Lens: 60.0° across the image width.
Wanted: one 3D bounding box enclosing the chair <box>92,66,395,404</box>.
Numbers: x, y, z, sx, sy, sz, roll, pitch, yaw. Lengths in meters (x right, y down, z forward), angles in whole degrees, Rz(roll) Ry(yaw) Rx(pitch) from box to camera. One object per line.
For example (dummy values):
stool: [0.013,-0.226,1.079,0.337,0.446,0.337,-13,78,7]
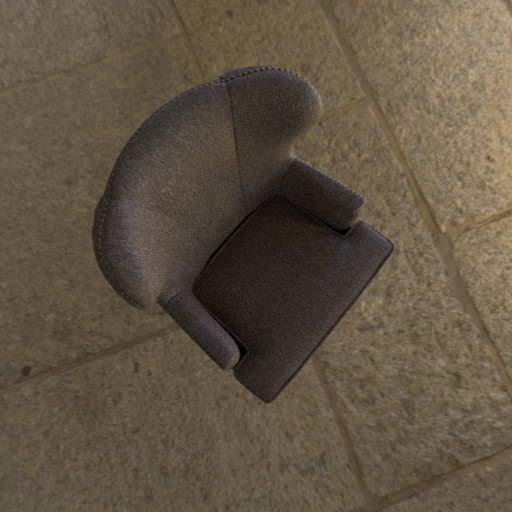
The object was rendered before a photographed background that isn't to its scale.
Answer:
chair: [0.000,0.000,1.591,0.758,1.060,0.759,40,80,8]
